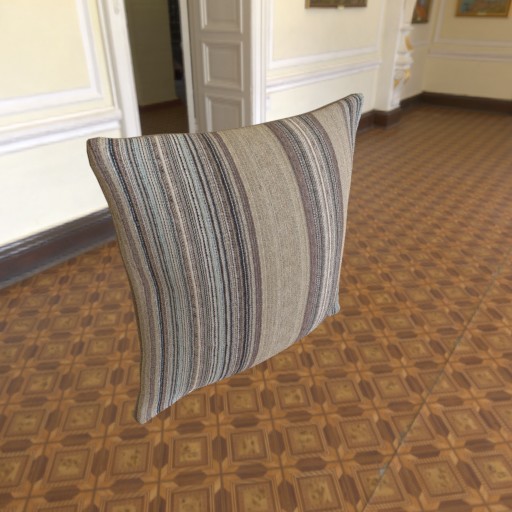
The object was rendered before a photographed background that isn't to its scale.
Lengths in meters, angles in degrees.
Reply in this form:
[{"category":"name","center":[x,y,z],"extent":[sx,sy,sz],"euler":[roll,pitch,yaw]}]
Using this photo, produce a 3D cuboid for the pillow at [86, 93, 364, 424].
[{"category":"pillow","center":[0.000,0.000,0.656],"extent":[0.435,0.416,0.189],"euler":[-22,36,-34]}]
